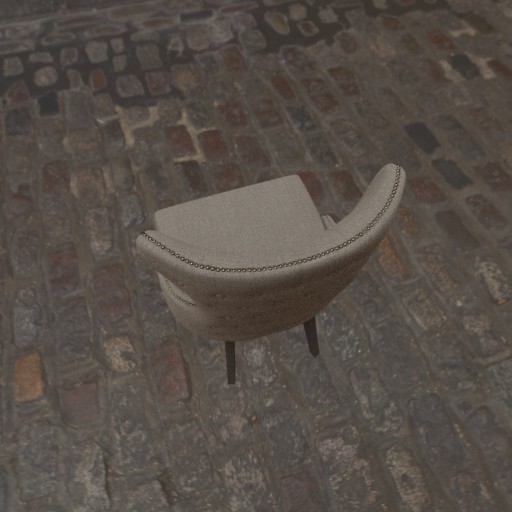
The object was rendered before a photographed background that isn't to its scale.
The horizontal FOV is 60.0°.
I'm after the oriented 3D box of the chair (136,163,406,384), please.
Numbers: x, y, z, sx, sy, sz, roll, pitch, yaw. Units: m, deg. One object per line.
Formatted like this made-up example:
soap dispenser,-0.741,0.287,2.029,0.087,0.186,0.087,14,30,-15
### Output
chair,0.000,0.000,1.403,0.628,0.967,0.635,-16,61,-9
